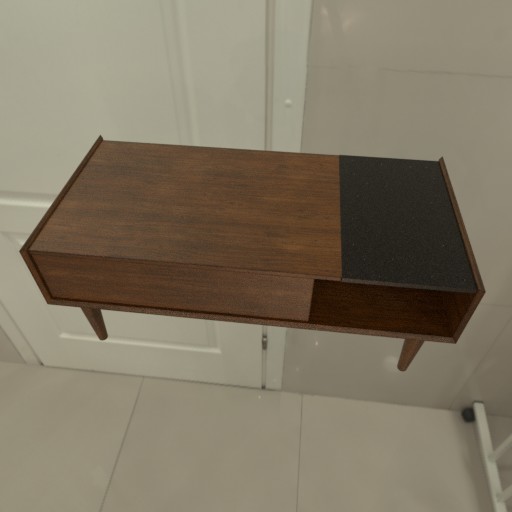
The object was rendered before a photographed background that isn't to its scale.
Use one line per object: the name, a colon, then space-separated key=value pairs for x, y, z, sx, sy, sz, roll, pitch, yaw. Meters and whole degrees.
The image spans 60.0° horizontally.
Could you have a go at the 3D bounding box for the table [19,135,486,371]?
table: x=0.000 y=0.000 z=1.544 sx=1.221 sy=0.508 sz=0.610 roll=5 pitch=46 yaw=5
